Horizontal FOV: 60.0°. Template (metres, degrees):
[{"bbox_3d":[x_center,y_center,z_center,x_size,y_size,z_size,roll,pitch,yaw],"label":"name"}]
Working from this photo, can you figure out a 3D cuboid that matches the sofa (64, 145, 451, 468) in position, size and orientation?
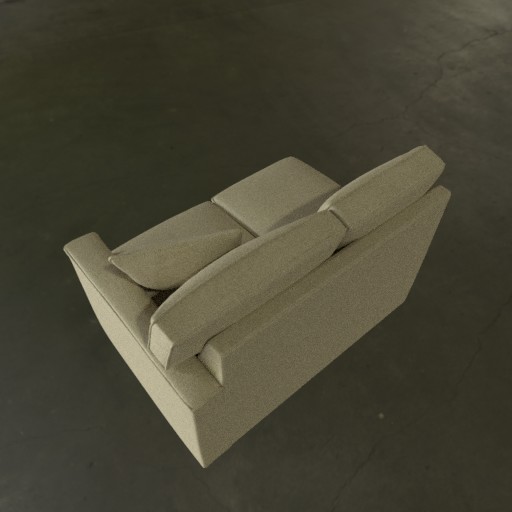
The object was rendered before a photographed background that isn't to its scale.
[{"bbox_3d":[0.000,0.000,2.071,1.388,0.989,0.991,-32,55,-26],"label":"sofa"}]
